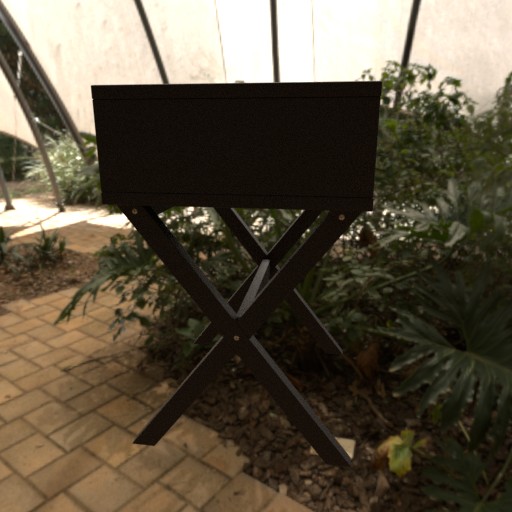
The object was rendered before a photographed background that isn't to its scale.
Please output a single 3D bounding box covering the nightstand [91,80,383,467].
[{"bbox_3d":[0.000,0.000,0.911,0.402,0.623,0.479,2,16,8],"label":"nightstand"}]
